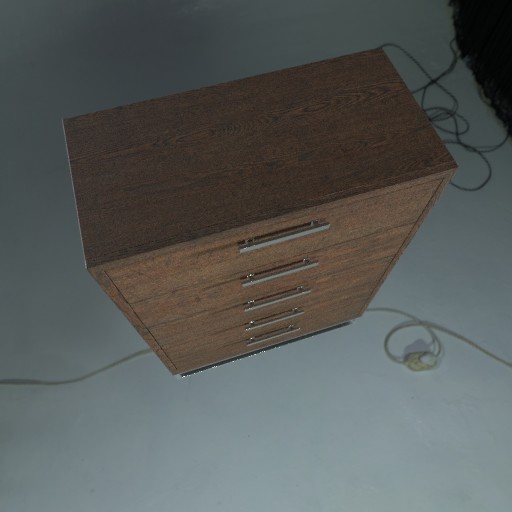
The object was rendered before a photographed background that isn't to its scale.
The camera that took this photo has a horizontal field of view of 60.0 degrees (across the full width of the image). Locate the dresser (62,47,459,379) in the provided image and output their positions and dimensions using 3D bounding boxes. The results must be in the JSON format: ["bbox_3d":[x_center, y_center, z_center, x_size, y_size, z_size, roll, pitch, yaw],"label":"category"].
[{"bbox_3d":[0.000,0.000,1.773,0.965,1.321,0.508,-16,65,-8],"label":"dresser"}]
